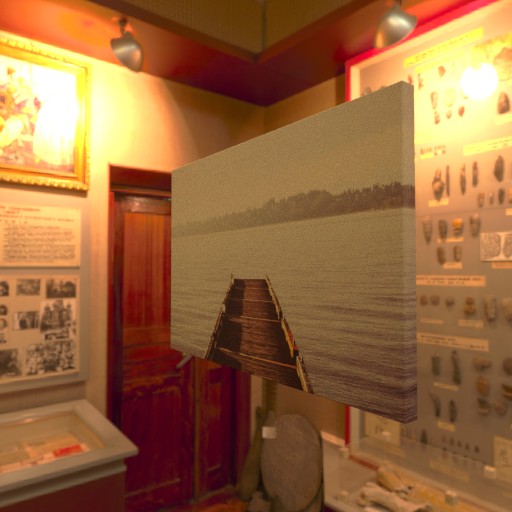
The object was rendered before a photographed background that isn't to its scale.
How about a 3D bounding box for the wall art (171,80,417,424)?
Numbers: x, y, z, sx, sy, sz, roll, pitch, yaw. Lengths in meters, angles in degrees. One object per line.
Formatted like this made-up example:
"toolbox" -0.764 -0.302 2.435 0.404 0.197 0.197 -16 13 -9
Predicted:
"wall art" 0.000 0.000 1.158 0.037 0.609 0.916 1 -2 -37
